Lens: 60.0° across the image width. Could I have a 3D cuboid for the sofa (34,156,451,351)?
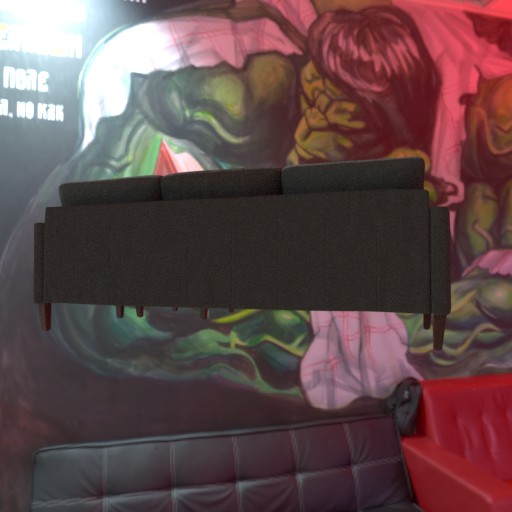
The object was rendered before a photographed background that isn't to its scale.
[{"bbox_3d":[0.000,0.000,2.881,2.178,0.876,1.506,-1,-2,18],"label":"sofa"}]
